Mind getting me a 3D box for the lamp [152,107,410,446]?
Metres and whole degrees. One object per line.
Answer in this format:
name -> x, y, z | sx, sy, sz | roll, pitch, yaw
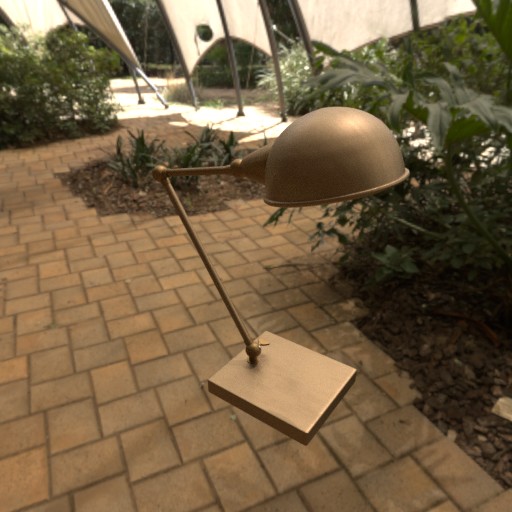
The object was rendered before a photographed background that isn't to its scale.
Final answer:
lamp -> 0.000, 0.000, 0.553 | 0.339, 0.371, 0.149 | 18, 32, 32
